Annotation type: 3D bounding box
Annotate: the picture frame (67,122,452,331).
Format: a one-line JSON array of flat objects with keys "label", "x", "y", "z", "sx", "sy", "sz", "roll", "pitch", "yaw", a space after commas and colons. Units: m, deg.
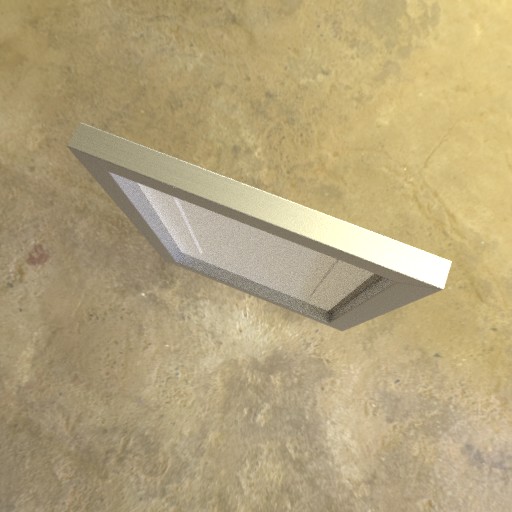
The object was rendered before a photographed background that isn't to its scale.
[{"label": "picture frame", "x": 0.000, "y": 0.000, "z": 0.526, "sx": 0.307, "sy": 0.386, "sz": 0.036, "roll": 21, "pitch": 77, "yaw": 5}]
